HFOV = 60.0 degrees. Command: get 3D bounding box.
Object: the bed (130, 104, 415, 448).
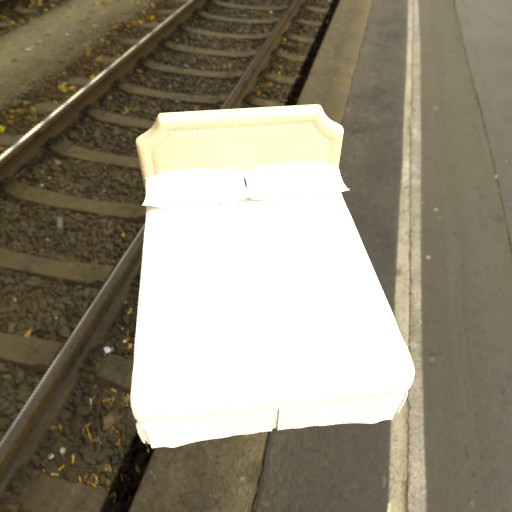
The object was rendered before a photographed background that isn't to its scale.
[{"bbox_3d":[0.000,0.000,3.884,2.134,1.524,2.548,-5,45,-5],"label":"bed"}]
